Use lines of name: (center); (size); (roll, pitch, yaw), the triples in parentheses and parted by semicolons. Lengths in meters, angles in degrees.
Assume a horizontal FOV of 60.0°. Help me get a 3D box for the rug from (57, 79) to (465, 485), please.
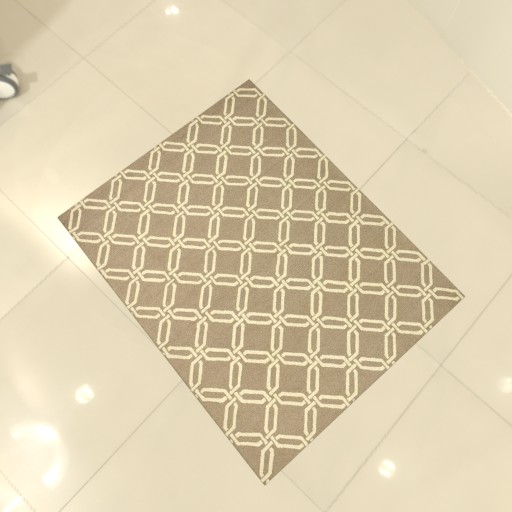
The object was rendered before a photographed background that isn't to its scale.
rug: (0.000, 0.000, 3.926); (2.288, 0.018, 2.895); (-39, 78, -10)
